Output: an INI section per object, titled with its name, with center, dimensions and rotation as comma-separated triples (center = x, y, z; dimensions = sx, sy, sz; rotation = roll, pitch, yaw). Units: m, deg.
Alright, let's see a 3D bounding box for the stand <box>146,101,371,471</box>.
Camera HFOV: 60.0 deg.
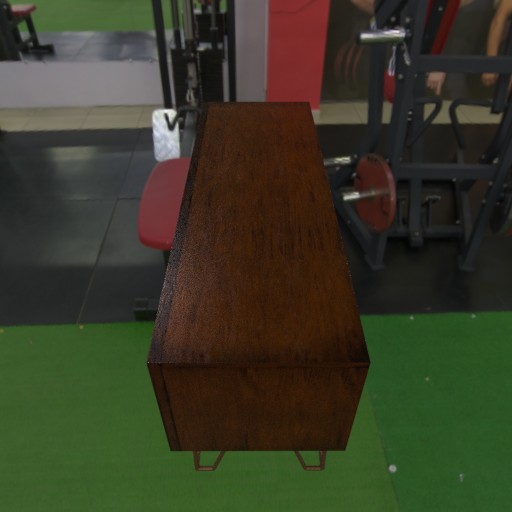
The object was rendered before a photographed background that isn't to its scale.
[stand]
center = 0.000, 0.000, 1.642
dimensions = 0.481, 0.610, 1.372
rotation = 0, 41, 0
